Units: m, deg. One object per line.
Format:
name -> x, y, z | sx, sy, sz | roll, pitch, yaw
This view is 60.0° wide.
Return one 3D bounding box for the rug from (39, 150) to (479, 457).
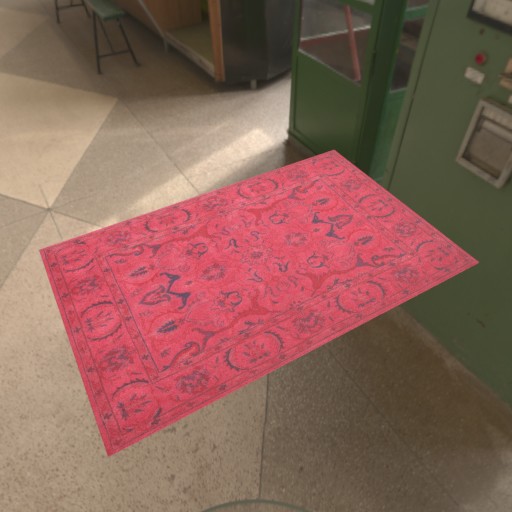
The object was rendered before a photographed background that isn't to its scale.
rug -> 0.000, 0.000, 2.884 | 2.423, 0.010, 1.534 | -22, 50, -21
